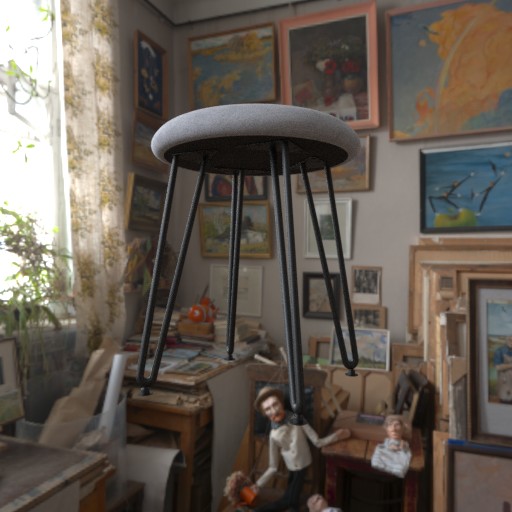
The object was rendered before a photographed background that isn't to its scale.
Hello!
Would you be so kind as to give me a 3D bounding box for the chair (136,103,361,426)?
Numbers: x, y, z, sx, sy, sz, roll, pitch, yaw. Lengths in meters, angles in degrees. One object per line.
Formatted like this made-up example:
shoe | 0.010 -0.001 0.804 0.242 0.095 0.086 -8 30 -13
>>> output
chair | 0.000 0.000 0.670 0.350 0.386 0.350 0 0 -18
